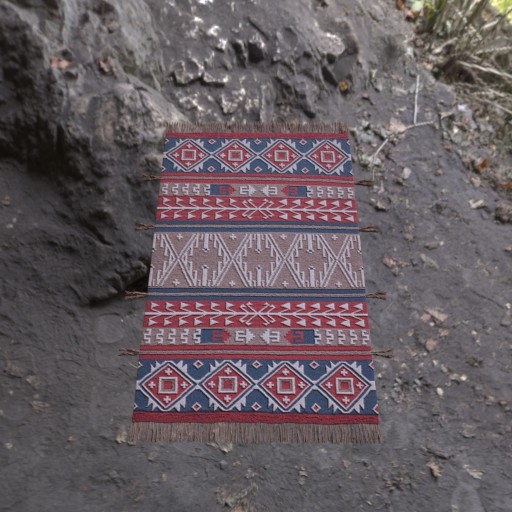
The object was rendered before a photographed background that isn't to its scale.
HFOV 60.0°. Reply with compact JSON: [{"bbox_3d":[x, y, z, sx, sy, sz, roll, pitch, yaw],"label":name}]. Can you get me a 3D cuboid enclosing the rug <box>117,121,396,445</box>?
[{"bbox_3d":[0.000,0.000,2.576,1.469,0.040,2.025,0,65,0],"label":"rug"}]
